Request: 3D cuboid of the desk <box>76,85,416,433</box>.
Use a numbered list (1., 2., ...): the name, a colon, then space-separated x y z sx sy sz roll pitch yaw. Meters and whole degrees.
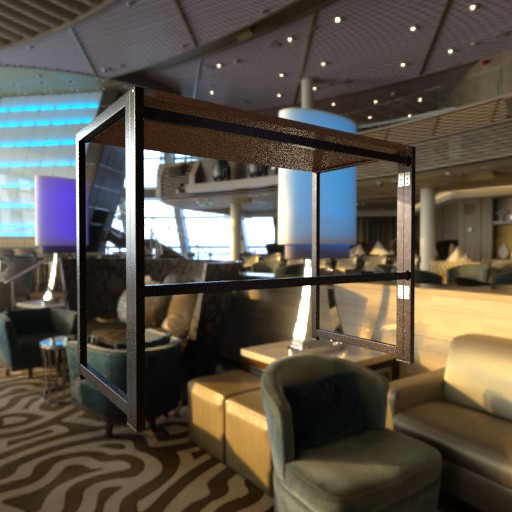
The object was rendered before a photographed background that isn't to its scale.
1. desk: 0.000 0.000 1.470 1.016 0.762 0.508 -1 1 -36
